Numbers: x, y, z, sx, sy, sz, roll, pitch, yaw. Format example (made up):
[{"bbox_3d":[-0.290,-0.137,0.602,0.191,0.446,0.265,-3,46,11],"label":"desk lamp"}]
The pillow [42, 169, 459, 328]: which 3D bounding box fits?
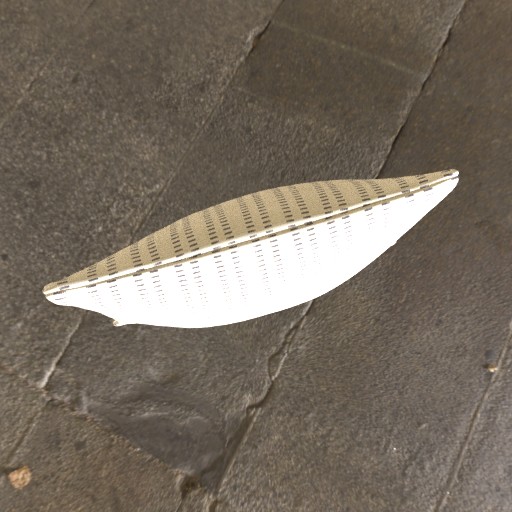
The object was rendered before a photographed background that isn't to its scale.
[{"bbox_3d":[0.000,0.000,0.808,0.640,0.353,0.210,-16,77,-4],"label":"pillow"}]
